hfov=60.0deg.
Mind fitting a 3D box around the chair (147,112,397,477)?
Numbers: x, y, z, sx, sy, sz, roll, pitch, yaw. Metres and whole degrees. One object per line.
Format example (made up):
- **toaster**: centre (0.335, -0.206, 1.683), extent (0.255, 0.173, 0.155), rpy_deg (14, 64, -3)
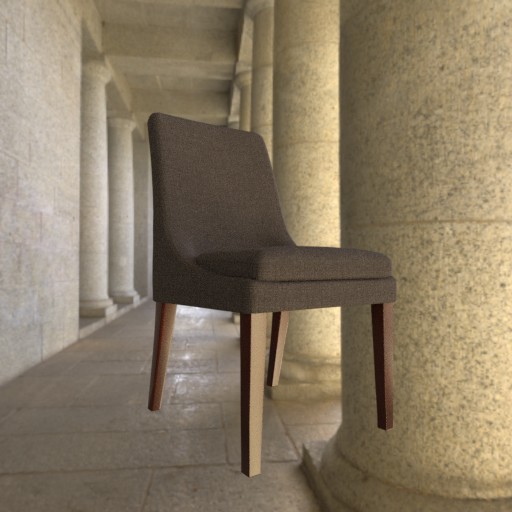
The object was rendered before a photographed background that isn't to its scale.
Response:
- **chair**: centre (0.000, 0.000, 1.339), extent (0.508, 0.952, 0.655), rpy_deg (1, -1, -35)
